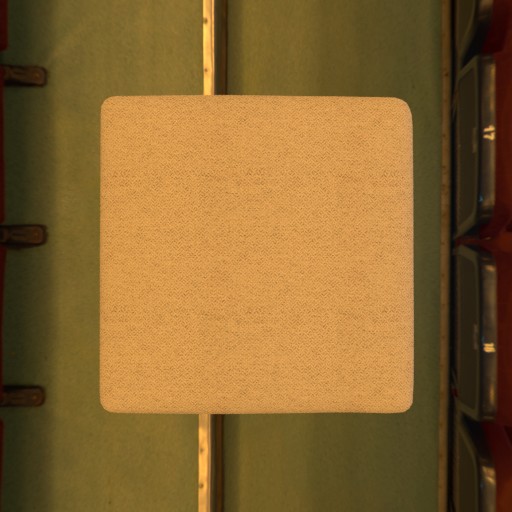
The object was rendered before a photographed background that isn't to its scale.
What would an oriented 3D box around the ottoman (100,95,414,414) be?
[{"bbox_3d":[0.000,0.000,0.899,0.512,0.453,0.521,0,89,-1],"label":"ottoman"}]
